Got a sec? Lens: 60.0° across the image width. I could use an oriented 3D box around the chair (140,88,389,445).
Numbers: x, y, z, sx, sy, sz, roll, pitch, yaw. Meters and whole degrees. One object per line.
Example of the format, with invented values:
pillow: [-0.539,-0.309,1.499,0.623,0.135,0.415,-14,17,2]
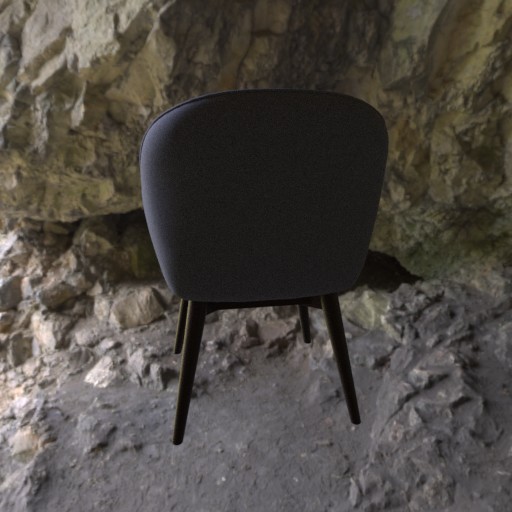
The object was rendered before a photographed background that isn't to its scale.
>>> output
chair: [0.000,0.000,1.207,0.589,0.810,0.611,-3,16,-9]
